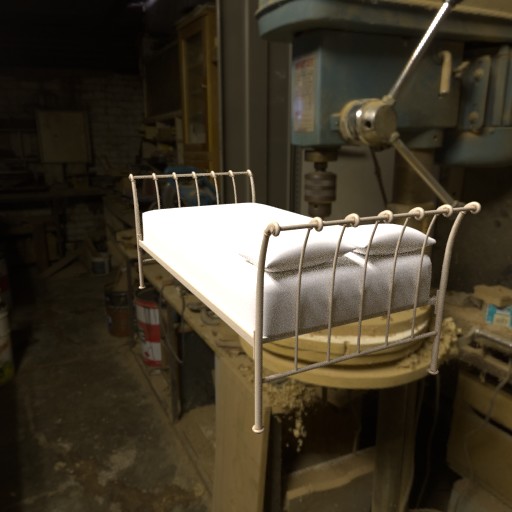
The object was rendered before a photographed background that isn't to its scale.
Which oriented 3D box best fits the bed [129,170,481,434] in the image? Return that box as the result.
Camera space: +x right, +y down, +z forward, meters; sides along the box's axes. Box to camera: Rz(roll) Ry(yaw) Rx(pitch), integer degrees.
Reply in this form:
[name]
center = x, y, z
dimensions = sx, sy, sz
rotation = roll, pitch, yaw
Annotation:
[bed]
center = 0.000, 0.000, 2.714
dimensions = 1.032, 0.873, 2.228
rotation = -8, 17, -26
